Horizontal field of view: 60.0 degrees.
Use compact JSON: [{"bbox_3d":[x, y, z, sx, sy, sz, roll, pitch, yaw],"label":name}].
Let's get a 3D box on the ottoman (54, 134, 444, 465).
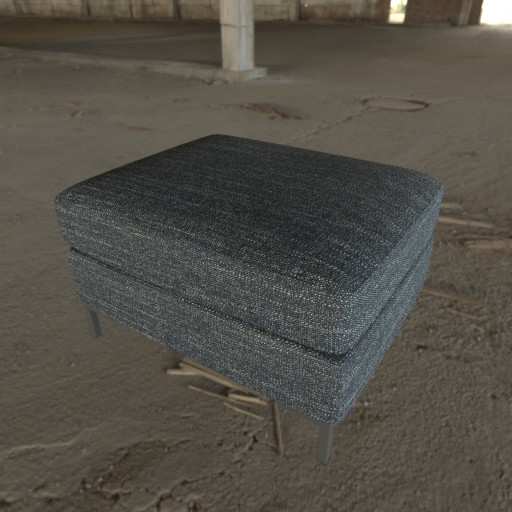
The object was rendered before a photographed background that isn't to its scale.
[{"bbox_3d":[0.000,0.000,1.227,0.814,0.491,0.667,18,35,28],"label":"ottoman"}]
